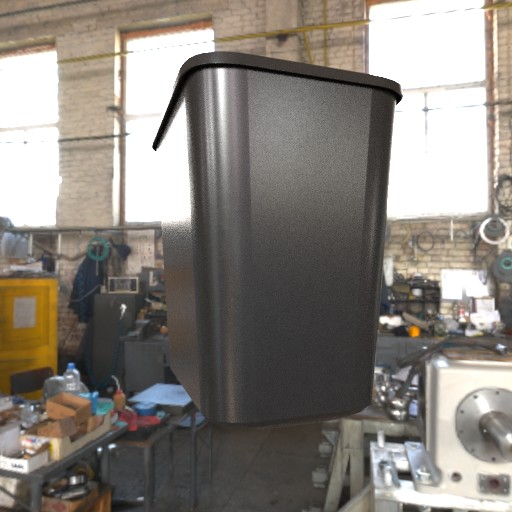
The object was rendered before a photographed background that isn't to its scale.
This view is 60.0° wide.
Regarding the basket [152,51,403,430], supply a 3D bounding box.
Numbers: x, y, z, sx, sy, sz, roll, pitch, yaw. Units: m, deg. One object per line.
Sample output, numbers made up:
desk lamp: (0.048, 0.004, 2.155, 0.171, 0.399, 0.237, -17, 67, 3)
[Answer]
basket: (0.000, 0.000, 0.501, 0.211, 0.307, 0.300, 1, -2, -19)
